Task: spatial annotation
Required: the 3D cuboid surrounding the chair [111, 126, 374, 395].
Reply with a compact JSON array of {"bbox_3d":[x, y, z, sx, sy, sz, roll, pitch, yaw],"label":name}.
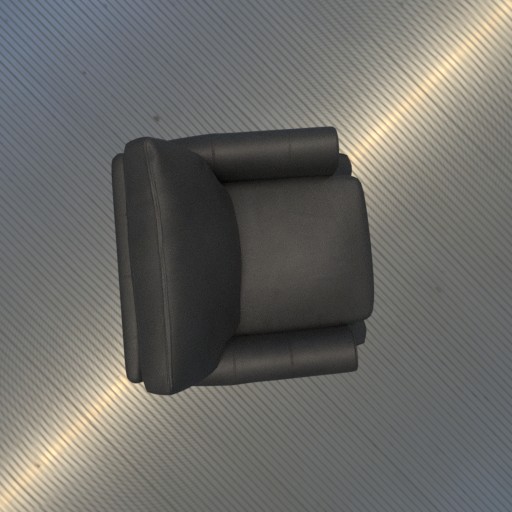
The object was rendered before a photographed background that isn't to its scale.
[{"bbox_3d":[0.000,0.000,1.829,1.027,0.960,1.015,0,89,-1],"label":"chair"}]
